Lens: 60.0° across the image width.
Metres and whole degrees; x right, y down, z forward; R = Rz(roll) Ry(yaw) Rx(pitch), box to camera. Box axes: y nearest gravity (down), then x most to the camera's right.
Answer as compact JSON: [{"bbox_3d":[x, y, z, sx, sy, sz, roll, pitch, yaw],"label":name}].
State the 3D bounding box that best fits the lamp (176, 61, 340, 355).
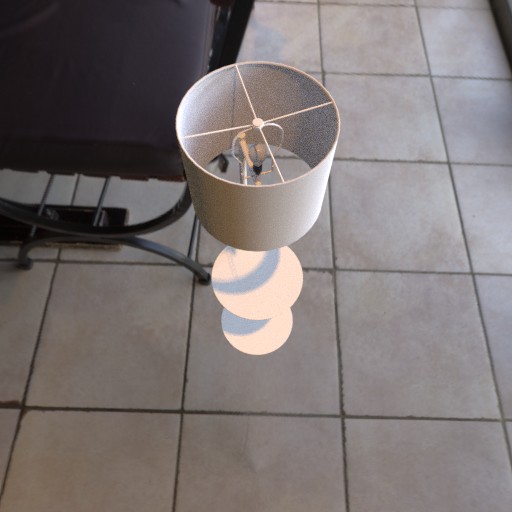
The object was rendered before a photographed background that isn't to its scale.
[{"bbox_3d":[0.000,0.000,1.667,0.372,1.465,0.405,-16,65,-7],"label":"lamp"}]
